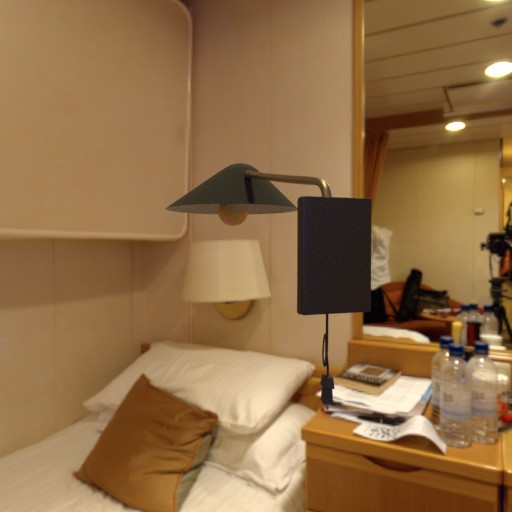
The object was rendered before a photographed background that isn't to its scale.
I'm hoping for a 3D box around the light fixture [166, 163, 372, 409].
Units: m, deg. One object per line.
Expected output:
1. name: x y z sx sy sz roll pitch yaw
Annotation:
1. light fixture: 0.000 0.000 0.679 0.240 0.312 0.516 0 1 -18
